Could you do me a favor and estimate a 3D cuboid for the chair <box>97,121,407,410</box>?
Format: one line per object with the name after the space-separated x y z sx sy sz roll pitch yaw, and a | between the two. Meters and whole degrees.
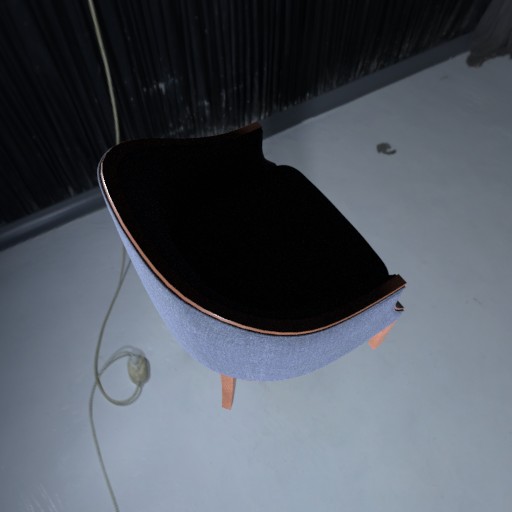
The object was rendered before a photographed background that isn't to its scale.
0.000 0.000 1.463 0.735 0.876 0.803 -28 62 -17 | chair
